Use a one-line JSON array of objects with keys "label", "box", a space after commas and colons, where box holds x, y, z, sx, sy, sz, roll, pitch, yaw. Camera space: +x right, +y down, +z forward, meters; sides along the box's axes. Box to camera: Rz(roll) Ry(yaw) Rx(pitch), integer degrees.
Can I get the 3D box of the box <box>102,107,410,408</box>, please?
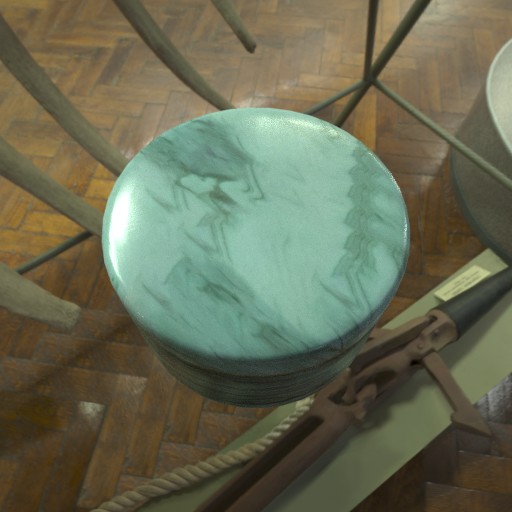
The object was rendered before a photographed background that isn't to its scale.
[{"label": "box", "box": [0.000, 0.000, 0.170, 0.101, 0.063, 0.101, 0, 60, 0]}]
